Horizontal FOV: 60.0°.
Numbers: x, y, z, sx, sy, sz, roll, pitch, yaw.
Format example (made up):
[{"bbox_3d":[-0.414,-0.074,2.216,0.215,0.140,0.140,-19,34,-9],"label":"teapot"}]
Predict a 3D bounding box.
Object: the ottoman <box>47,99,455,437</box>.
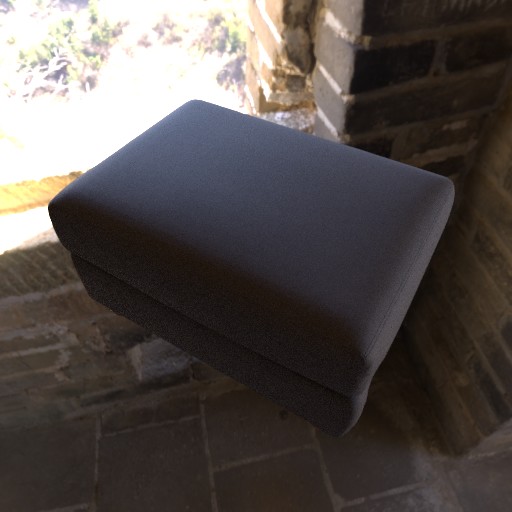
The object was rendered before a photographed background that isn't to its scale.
[{"bbox_3d":[0.000,0.000,1.129,0.773,0.497,0.574,24,52,21],"label":"ottoman"}]
